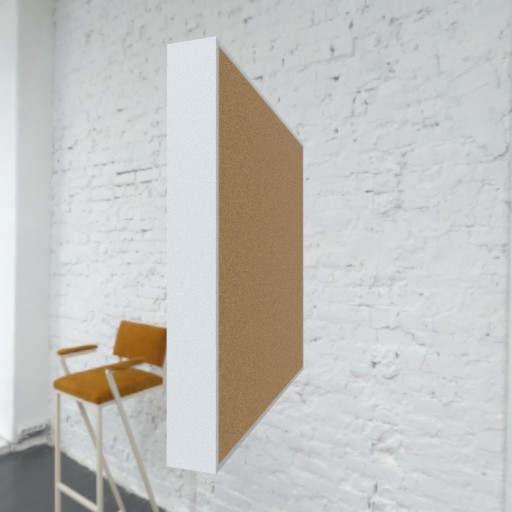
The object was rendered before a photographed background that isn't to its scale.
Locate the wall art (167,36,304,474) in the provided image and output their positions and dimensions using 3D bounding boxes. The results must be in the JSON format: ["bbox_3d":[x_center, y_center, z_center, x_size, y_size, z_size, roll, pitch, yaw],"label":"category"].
[{"bbox_3d":[0.000,0.000,0.459,0.038,0.304,0.305,0,0,18],"label":"wall art"}]
